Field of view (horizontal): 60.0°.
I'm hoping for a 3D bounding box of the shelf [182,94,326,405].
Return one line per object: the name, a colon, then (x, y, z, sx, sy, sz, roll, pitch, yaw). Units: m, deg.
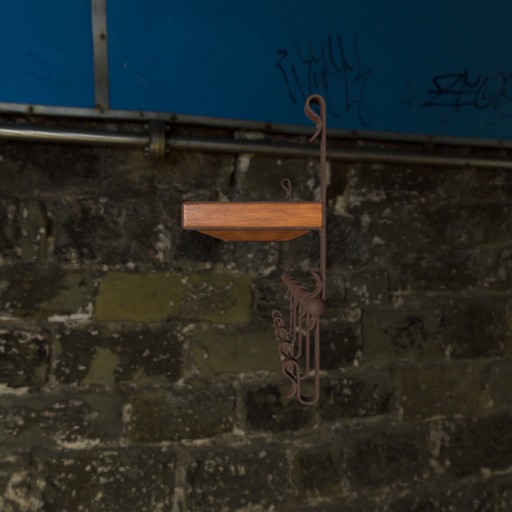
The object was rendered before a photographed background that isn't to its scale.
shelf: (0.000, 0.000, 0.714, 0.146, 0.330, 0.567, 0, 0, 1)
